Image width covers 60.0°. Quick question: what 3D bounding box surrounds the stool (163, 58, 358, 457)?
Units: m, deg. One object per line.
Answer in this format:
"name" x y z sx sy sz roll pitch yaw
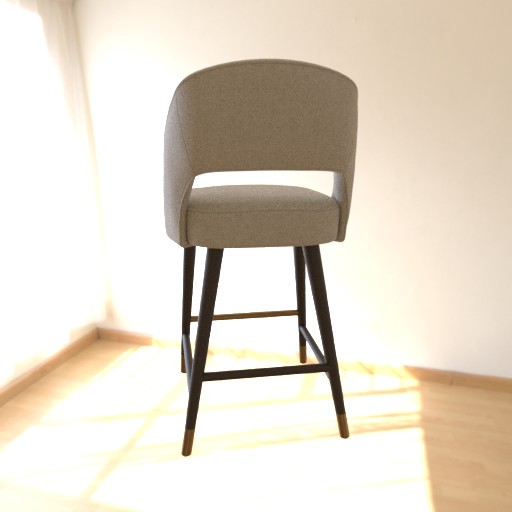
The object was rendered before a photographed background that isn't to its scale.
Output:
"stool" 0.000 0.000 1.241 0.494 0.940 0.509 -2 14 -9
